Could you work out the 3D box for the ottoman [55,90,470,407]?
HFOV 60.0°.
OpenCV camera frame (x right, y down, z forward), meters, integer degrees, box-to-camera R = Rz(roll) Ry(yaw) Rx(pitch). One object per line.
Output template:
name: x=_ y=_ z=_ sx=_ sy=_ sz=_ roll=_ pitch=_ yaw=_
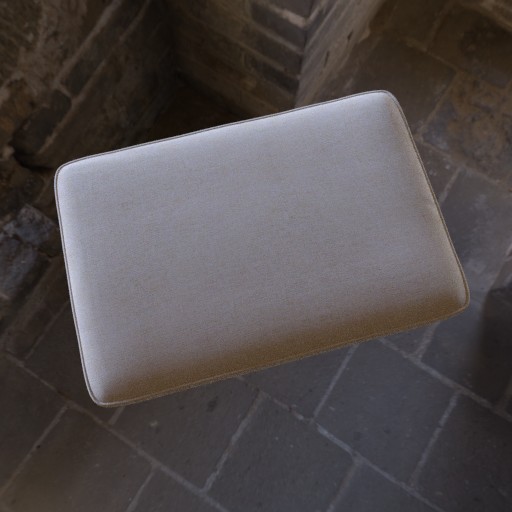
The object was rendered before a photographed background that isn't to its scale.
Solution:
ottoman: x=0.000 y=0.000 z=1.199 sx=0.862 sy=0.484 sz=0.583 roll=-14 pitch=76 yaw=-4
